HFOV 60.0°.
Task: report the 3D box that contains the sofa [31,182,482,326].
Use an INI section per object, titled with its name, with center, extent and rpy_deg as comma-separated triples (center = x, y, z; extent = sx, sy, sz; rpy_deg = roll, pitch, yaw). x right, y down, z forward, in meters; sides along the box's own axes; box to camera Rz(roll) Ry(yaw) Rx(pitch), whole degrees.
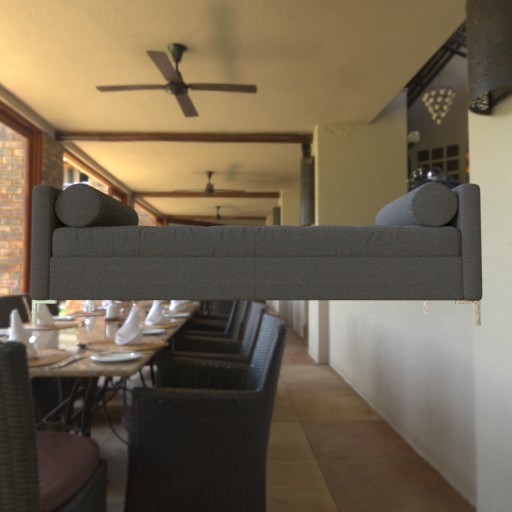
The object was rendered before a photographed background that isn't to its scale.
[sofa]
center = 0.000, 0.000, 2.278
extent = 1.981, 0.635, 0.686
rpy_deg = 0, -2, 1
